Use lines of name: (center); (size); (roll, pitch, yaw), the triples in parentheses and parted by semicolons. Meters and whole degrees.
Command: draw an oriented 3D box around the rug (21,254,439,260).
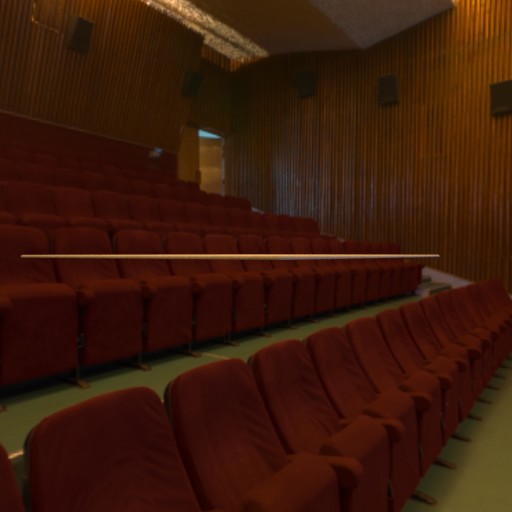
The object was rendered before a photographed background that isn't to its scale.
rug: (0.000, 0.000, 3.947); (2.430, 0.018, 2.976); (0, 0, 36)
